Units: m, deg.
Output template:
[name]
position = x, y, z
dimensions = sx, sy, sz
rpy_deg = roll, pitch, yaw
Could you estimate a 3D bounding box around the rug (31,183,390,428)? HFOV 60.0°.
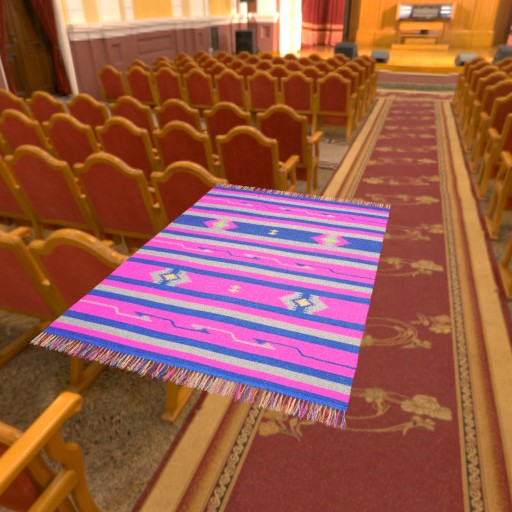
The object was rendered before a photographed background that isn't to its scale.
[rug]
position = 0.000, 0.000, 2.884
dimensions = 1.539, 0.013, 2.350
rpy_deg = 10, 31, 17
